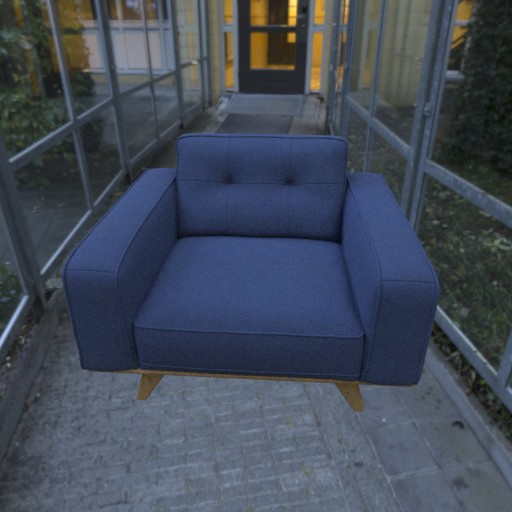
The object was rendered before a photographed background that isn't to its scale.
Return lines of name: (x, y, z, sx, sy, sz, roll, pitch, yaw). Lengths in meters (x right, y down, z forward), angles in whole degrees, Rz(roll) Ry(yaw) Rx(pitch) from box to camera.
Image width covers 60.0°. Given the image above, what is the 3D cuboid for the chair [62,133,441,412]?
chair: (0.000, 0.000, 1.738, 1.118, 0.783, 0.953, 2, 29, 3)
